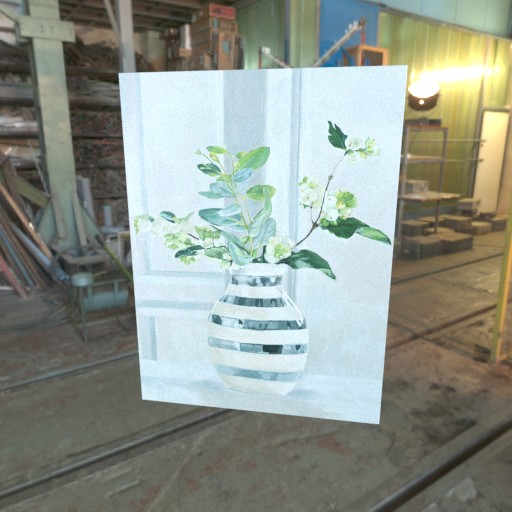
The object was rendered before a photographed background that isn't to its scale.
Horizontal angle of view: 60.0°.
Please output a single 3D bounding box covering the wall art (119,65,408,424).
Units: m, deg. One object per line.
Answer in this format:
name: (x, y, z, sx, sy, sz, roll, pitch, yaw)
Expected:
wall art: (0.000, 0.000, 1.551, 0.914, 1.212, 0.038, 3, 15, 10)
